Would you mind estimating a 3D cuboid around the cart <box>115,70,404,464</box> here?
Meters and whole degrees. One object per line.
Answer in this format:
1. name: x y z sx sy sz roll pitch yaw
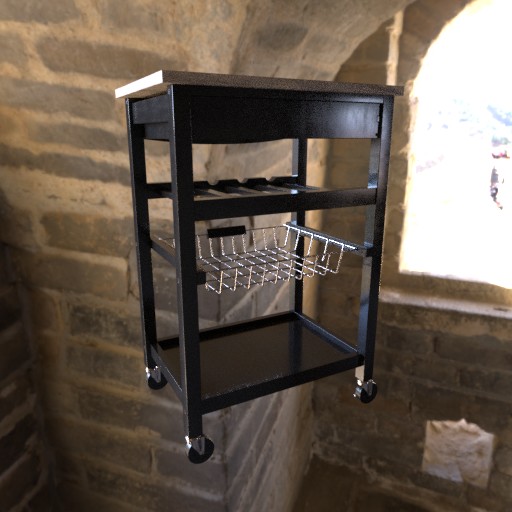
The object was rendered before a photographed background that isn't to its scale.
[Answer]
1. cart: 0.000 0.000 1.179 0.584 0.839 0.403 -8 17 -27
